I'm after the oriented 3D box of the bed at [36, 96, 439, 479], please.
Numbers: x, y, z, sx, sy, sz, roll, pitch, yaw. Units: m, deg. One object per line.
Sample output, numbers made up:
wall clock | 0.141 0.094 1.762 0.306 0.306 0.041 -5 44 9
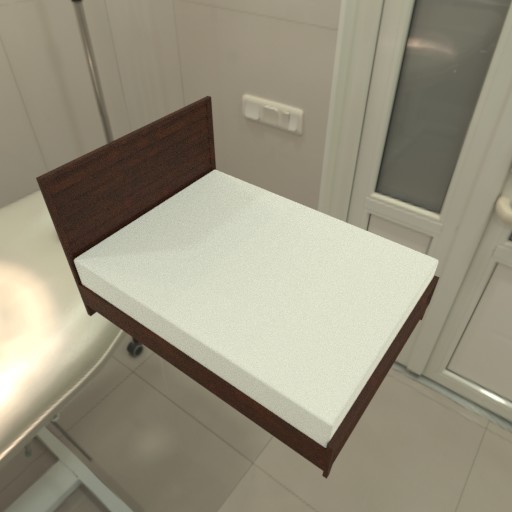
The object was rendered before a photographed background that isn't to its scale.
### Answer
bed | 0.000 0.000 3.140 2.184 1.270 1.600 26 48 26
